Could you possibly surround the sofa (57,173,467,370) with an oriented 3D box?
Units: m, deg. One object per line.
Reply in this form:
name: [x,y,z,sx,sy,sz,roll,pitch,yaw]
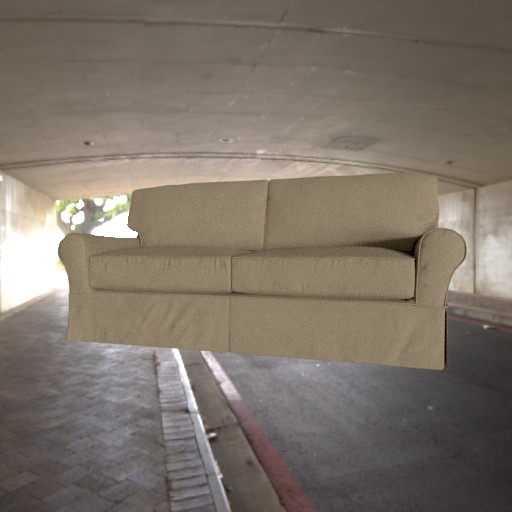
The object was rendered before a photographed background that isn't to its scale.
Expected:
sofa: [0.000,0.000,2.705,2.246,1.014,0.900,0,1,18]
